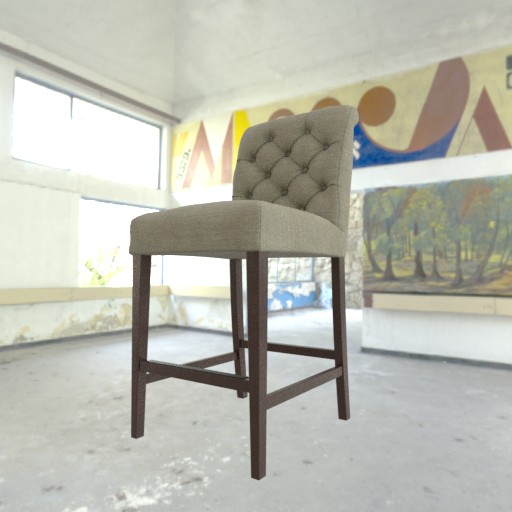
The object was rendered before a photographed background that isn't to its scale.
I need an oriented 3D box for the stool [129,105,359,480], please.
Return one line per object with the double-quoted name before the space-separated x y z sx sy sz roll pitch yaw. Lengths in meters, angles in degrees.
"stool" 0.000 0.000 1.450 0.486 1.084 0.660 -1 -2 36
